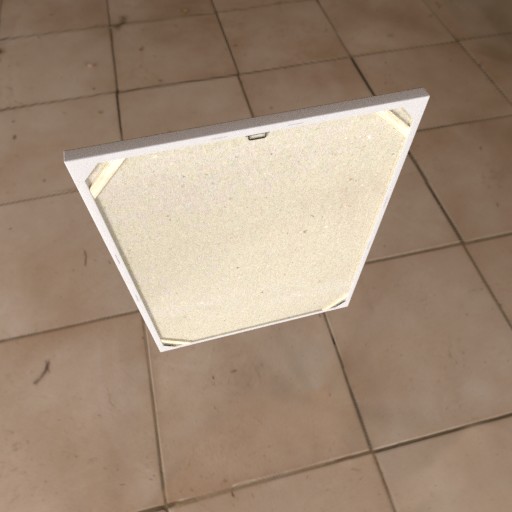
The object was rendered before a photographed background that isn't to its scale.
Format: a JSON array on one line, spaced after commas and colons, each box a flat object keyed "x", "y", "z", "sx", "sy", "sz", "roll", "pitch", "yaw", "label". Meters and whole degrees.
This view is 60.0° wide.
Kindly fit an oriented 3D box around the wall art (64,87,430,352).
[{"x": 0.000, "y": 0.000, "z": 1.591, "sx": 0.914, "sy": 1.212, "sz": 0.038, "roll": -13, "pitch": 58, "yaw": -8, "label": "wall art"}]
